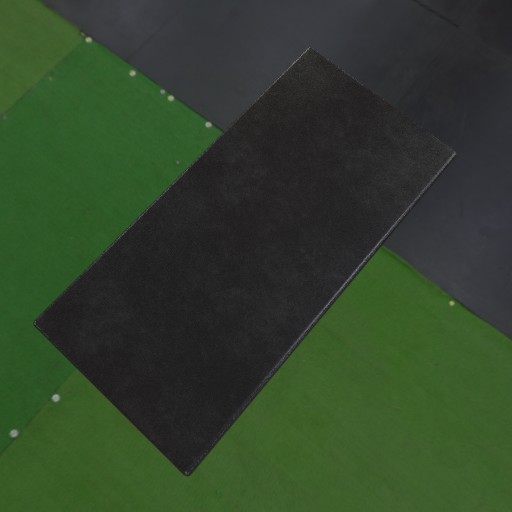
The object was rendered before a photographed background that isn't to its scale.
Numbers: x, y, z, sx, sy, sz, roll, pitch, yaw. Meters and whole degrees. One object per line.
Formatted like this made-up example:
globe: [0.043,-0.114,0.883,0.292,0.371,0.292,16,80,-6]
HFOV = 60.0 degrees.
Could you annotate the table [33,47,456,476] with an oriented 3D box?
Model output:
table: [0.000,0.000,1.481,0.580,0.487,1.171,40,79,10]
